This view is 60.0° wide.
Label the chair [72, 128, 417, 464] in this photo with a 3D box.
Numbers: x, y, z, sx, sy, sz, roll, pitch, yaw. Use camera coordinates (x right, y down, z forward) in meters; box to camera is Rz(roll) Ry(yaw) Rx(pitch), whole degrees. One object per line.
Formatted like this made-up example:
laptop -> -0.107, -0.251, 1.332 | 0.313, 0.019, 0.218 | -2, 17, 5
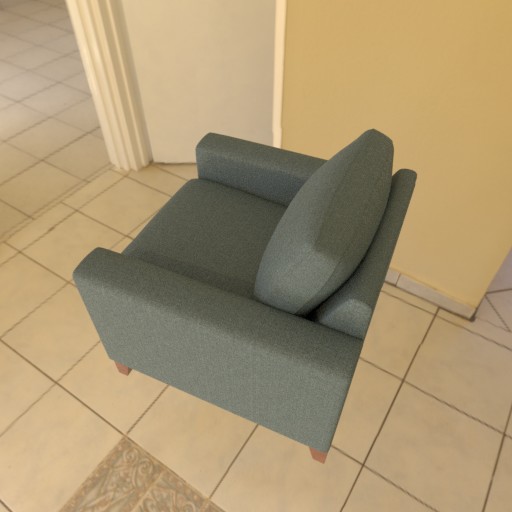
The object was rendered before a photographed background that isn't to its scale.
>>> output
chair -> 0.000, 0.000, 1.848 | 1.038, 1.010, 1.024 | 18, 49, 16
